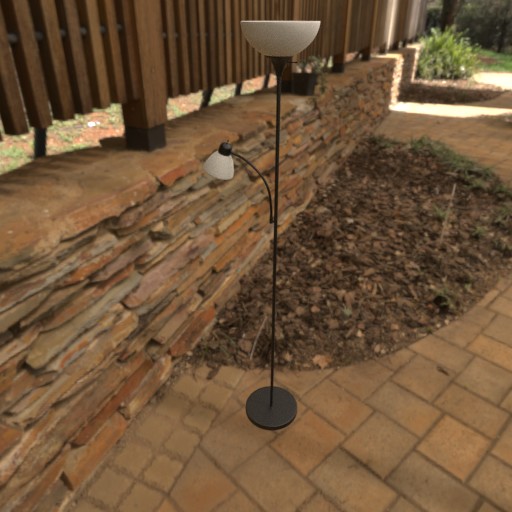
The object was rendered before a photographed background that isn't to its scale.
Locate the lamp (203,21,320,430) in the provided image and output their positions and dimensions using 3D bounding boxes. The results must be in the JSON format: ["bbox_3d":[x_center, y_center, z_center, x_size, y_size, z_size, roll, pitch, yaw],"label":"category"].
[{"bbox_3d":[0.000,0.000,1.927,0.442,1.804,0.279,9,30,16],"label":"lamp"}]
